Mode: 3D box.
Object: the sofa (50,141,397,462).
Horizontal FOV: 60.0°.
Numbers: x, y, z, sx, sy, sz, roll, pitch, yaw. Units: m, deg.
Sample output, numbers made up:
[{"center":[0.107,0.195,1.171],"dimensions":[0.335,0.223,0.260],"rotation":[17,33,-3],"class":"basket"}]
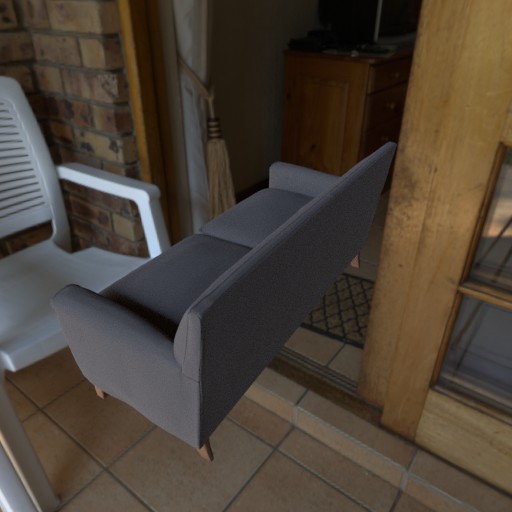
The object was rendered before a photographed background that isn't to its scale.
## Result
[{"center":[0.000,0.000,2.442],"dimensions":[0.843,0.907,2.002],"rotation":[18,35,26],"class":"sofa"}]
